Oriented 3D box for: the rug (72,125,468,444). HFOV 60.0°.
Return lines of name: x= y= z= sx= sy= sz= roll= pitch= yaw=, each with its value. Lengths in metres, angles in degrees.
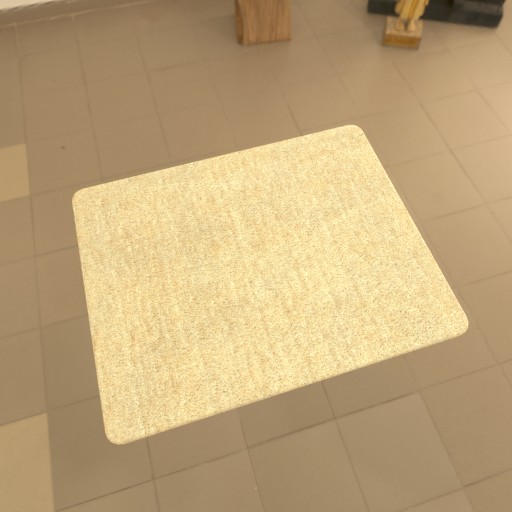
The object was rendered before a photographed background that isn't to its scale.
rug: x=0.000 y=0.000 z=3.334 sx=2.528 sy=0.048 sz=2.009 roll=-15 pitch=63 yaw=-8
